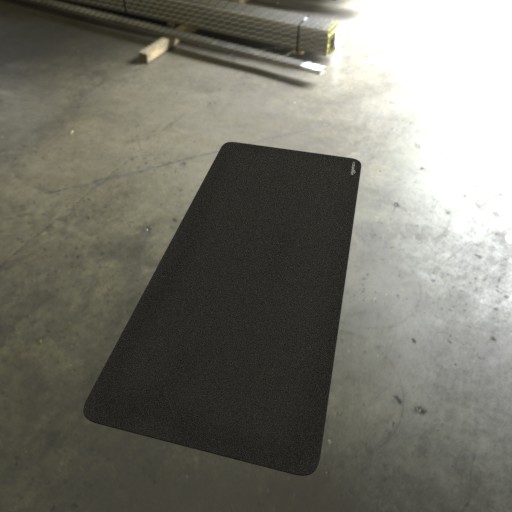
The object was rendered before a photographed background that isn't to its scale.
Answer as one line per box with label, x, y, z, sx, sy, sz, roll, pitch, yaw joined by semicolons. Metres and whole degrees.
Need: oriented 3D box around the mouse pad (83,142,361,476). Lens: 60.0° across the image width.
mouse pad;0.000;0.000;1.043;0.424;0.003;0.907;10;48;9
